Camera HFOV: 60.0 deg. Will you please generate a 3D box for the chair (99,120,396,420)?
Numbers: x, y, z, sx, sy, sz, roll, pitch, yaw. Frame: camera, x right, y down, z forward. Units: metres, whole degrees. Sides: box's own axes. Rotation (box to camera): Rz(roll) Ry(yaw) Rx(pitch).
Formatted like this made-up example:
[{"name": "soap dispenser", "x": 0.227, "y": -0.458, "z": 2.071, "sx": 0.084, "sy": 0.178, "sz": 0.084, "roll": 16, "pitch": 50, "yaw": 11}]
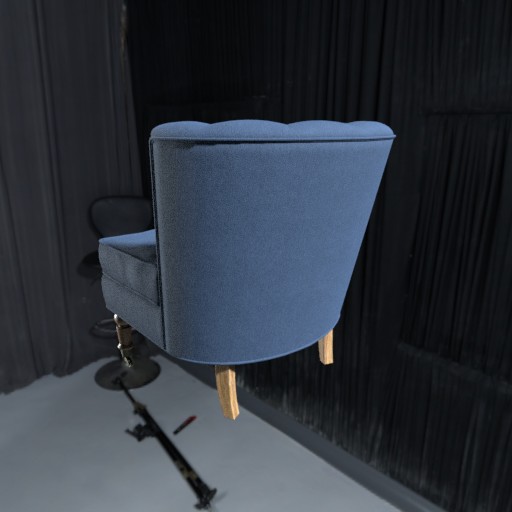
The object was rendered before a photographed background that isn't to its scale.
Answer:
[{"name": "chair", "x": 0.000, "y": 0.000, "z": 1.326, "sx": 0.740, "sy": 0.771, "sz": 0.718, "roll": -15, "pitch": 22, "yaw": -41}]
